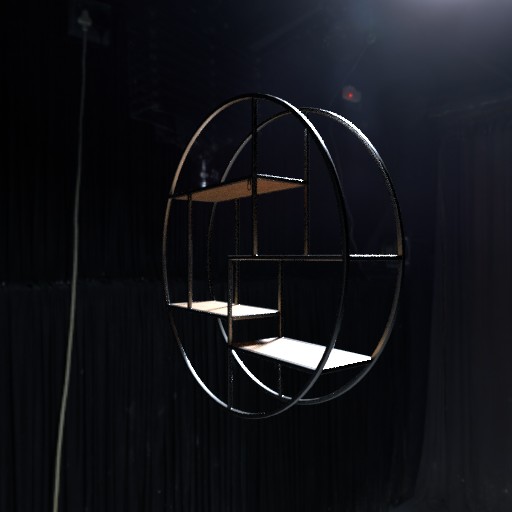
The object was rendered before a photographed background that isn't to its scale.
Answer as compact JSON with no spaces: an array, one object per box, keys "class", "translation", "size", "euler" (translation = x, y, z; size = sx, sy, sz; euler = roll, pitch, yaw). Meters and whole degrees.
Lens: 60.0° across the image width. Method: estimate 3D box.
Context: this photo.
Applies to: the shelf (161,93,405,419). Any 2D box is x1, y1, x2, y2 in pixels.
[{"class":"shelf","translation":[0.000,0.000,1.318],"size":[0.202,0.888,0.888],"euler":[0,0,-37]}]
